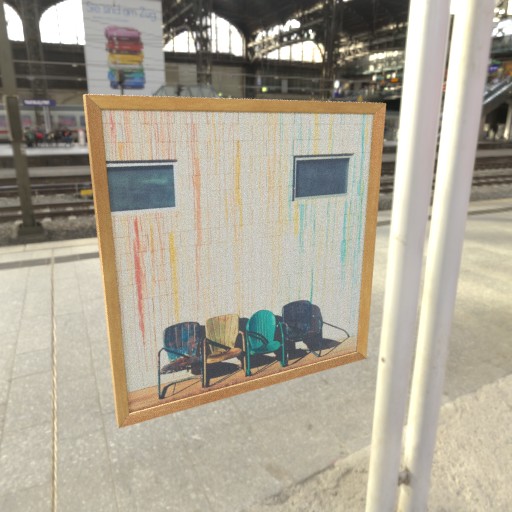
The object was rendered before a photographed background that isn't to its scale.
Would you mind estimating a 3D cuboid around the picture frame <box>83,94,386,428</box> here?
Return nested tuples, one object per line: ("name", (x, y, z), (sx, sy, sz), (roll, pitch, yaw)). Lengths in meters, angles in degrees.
("picture frame", (0.000, 0.000, 1.143), (0.758, 0.761, 0.037), (-8, 18, -25))
